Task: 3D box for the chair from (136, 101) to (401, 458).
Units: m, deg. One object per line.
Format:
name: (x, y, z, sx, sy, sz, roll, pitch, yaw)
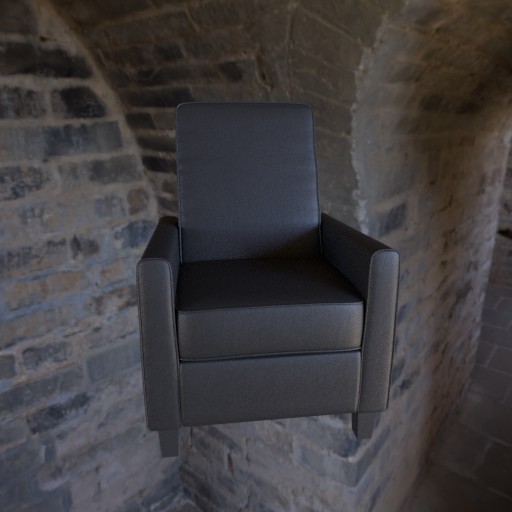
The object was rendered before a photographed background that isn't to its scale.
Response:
chair: (0.000, 0.000, 1.497, 0.705, 1.013, 0.746, -2, 17, -7)
